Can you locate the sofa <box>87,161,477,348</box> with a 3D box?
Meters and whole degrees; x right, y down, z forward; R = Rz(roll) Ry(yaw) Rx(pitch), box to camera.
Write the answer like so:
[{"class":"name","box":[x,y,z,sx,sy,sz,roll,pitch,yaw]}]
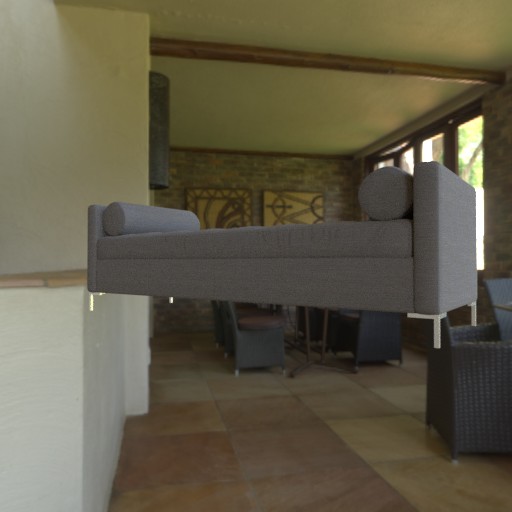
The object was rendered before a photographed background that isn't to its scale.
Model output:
[{"class":"sofa","box":[0.000,0.000,2.308,1.981,0.635,0.686,-1,-1,36]}]
